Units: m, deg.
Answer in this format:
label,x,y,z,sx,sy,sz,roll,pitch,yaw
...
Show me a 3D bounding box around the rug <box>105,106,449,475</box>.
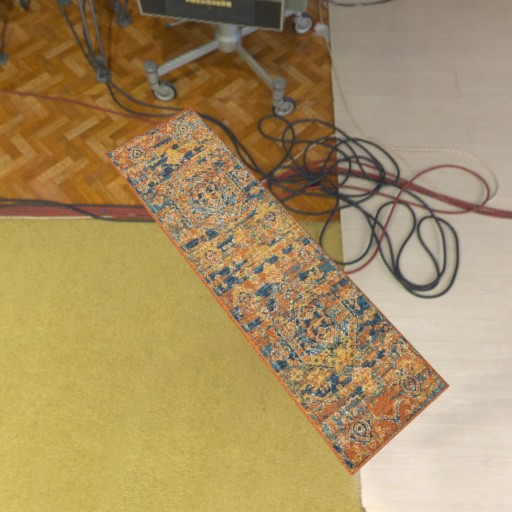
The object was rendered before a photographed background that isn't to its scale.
label,x,y,z,sx,sy,sz,roll,pitch,yaw
rug,0.000,0.000,2.470,0.651,0.016,2.274,-35,69,-15
